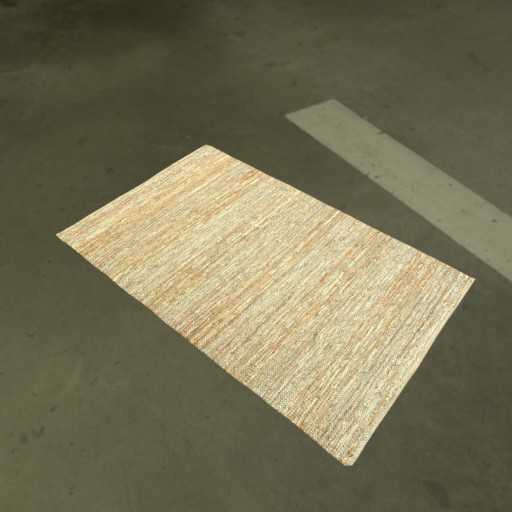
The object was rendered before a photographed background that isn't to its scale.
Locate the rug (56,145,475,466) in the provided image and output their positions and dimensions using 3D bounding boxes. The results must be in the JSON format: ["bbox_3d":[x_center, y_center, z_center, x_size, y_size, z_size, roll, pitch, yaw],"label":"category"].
[{"bbox_3d":[0.000,0.000,3.014,2.446,0.009,1.529,32,54,26],"label":"rug"}]
